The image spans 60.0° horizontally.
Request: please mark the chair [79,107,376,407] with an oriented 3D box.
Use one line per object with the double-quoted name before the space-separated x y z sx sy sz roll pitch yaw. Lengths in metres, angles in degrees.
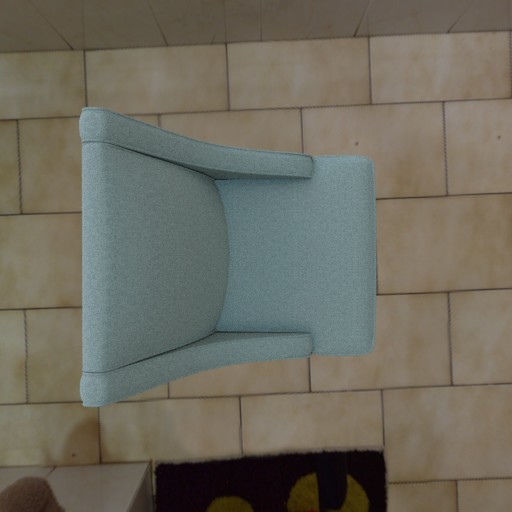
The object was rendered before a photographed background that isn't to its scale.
"chair" 0.000 0.000 1.813 1.025 1.133 0.857 0 90 0
